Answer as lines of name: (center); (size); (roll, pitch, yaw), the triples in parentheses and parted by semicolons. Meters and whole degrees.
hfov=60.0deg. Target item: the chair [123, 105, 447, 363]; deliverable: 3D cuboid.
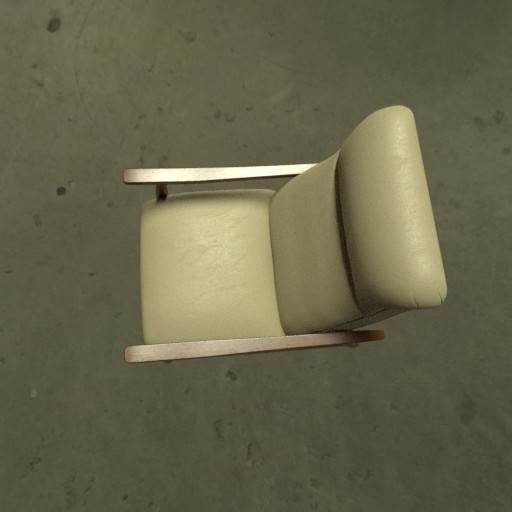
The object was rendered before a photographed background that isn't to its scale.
chair: (0.000, 0.000, 1.774); (1.014, 1.082, 0.762); (-5, 75, -1)
